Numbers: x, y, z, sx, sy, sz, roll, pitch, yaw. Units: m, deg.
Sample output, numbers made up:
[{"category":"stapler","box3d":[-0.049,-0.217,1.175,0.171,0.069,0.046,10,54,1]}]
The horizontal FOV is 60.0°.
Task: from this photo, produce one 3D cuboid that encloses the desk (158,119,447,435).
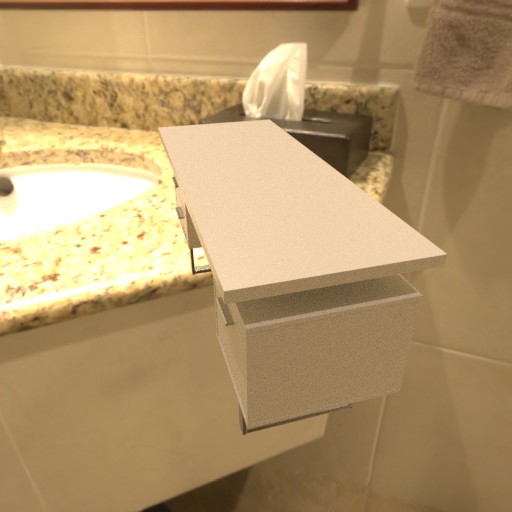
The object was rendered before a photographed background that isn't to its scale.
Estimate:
[{"category":"desk","box3d":[0.000,0.000,1.922,0.603,0.773,1.530,-9,32,-14]}]
